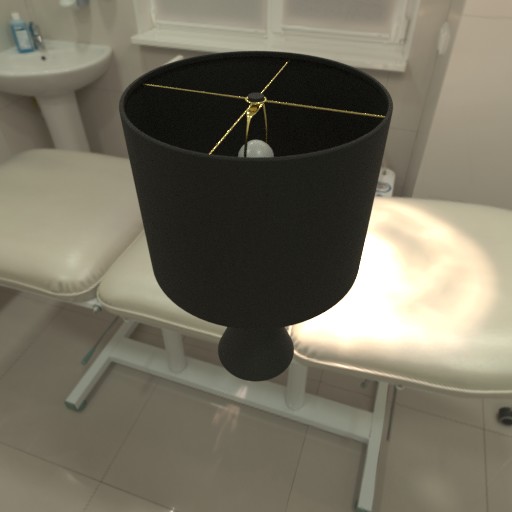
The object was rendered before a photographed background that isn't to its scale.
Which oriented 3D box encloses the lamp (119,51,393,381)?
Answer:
[{"bbox_3d":[0.000,0.000,0.787,0.359,0.584,0.359,13,43,14],"label":"lamp"}]
